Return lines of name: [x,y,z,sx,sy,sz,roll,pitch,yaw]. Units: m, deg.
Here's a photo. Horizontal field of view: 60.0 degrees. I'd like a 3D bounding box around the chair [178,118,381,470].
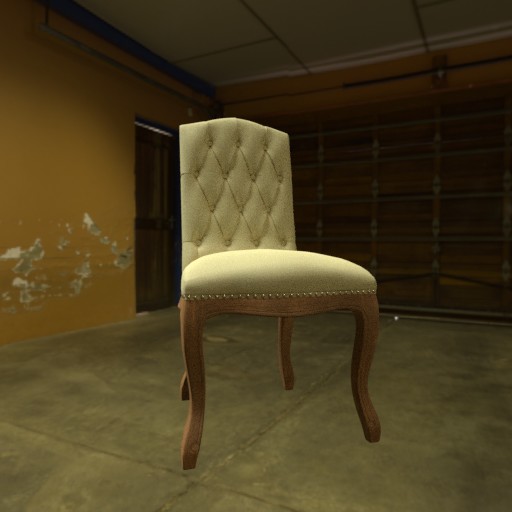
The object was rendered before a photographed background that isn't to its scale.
chair: [0.000,0.000,1.609,0.623,1.165,0.715,0,1,-17]
